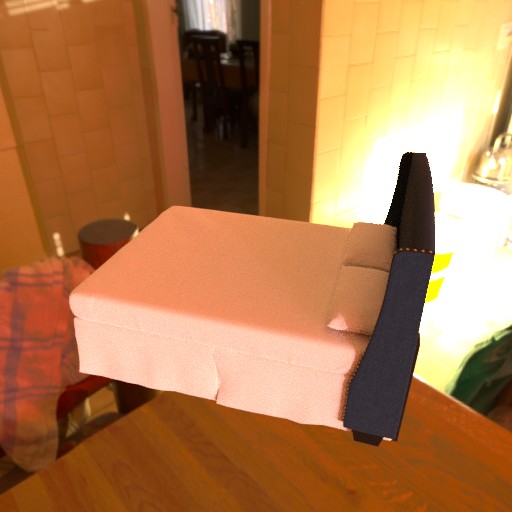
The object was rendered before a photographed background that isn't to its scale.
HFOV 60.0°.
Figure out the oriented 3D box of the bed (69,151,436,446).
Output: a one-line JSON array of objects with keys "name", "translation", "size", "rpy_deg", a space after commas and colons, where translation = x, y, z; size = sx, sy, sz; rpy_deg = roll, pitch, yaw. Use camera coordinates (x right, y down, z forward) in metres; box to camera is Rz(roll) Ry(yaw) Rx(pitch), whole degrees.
[{"name": "bed", "translation": [0.000, 0.000, 3.189], "size": [2.223, 1.402, 1.604], "rpy_deg": [9, 31, 15]}]
